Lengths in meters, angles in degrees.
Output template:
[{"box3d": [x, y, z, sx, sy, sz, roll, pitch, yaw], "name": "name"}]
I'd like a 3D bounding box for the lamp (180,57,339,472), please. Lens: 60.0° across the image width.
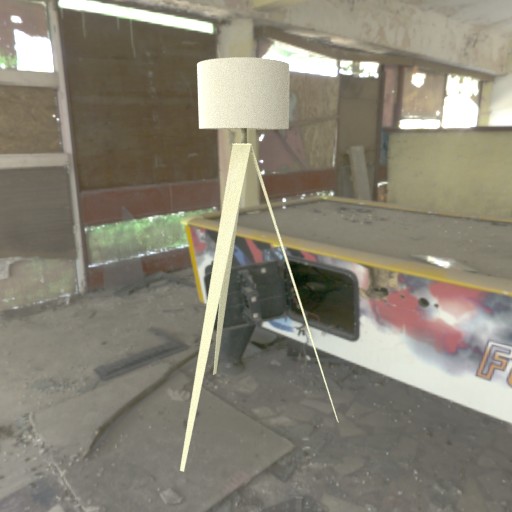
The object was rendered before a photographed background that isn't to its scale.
[{"box3d": [0.000, 0.000, 1.929, 0.716, 1.524, 0.724, -2, 15, -9], "name": "lamp"}]
